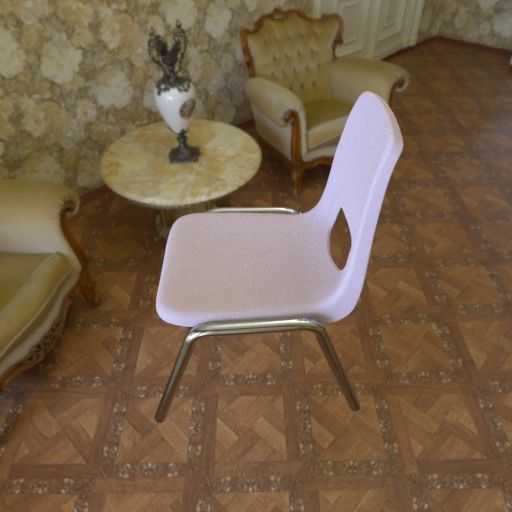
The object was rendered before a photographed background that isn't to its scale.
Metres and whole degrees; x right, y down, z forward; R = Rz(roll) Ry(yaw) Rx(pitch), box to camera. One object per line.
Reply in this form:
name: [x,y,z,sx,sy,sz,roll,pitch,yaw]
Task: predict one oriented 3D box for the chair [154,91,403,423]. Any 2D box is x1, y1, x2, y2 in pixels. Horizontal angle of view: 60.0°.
chair: [0.000,0.000,0.846,0.423,0.586,0.354,-1,41,-1]
